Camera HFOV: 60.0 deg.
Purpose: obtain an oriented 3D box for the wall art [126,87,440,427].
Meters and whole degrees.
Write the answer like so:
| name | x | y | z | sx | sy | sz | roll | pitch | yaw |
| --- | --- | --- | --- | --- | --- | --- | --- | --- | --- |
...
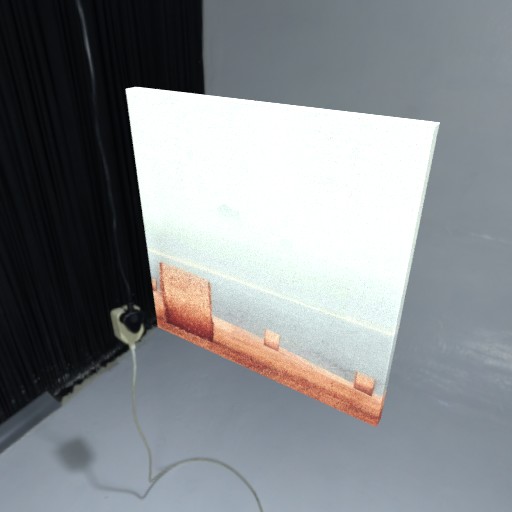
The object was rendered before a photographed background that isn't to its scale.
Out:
| name | x | y | z | sx | sy | sz | roll | pitch | yaw |
| --- | --- | --- | --- | --- | --- | --- | --- | --- | --- |
| wall art | 0.000 | 0.000 | 1.144 | 0.760 | 0.760 | 0.042 | 17 | 34 | 28 |
